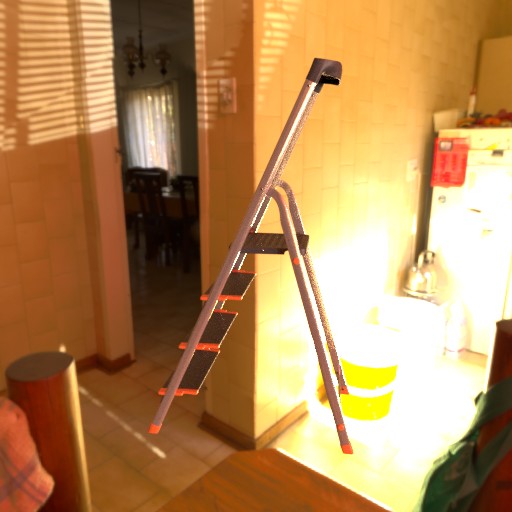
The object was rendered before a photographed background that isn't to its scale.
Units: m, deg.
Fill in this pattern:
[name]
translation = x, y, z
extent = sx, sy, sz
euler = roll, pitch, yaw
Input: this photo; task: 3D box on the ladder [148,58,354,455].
[ladder]
translation = 0.000, 0.000, 1.802
extent = 0.834, 1.429, 0.452
euler = 2, 15, 9
